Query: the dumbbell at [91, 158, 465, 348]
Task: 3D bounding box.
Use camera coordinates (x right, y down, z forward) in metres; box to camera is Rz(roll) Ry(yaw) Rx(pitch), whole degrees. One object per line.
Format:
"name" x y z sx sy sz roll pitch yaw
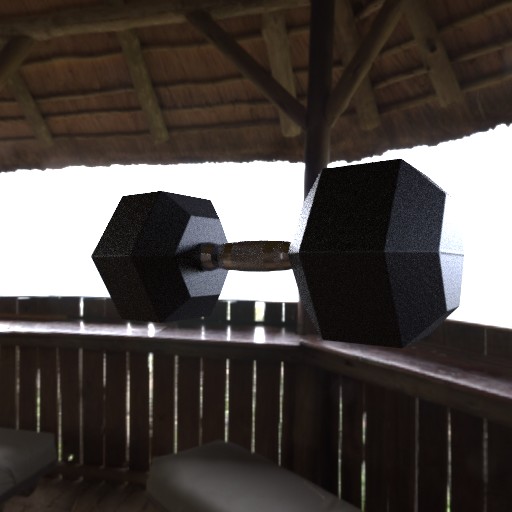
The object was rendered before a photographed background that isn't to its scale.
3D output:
"dumbbell" 0.000 0.000 0.436 0.361 0.137 0.157 -1 -1 34
